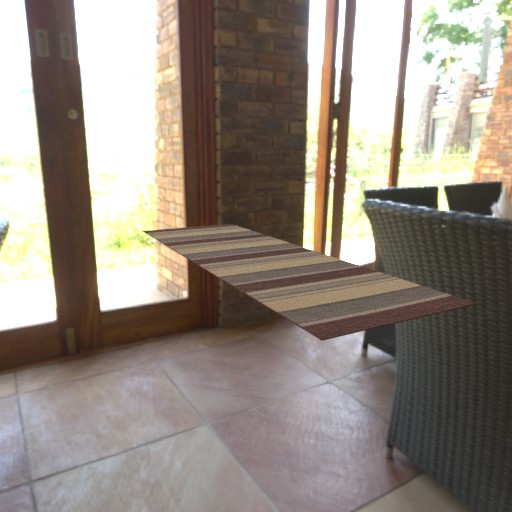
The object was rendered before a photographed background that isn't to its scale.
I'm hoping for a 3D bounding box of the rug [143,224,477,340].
[{"bbox_3d":[0.000,0.000,2.712,0.792,0.006,2.437,-7,15,-27],"label":"rug"}]
